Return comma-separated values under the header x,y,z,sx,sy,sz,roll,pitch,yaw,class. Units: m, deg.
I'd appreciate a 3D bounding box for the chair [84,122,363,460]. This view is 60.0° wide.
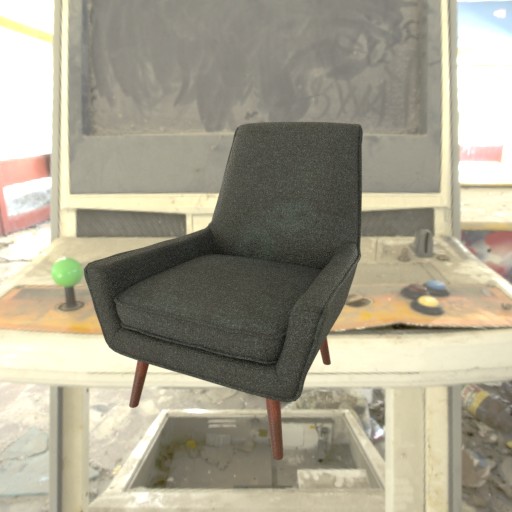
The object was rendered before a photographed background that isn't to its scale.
x,y,z,sx,sy,sz,roll,pitch,yaw,class
0.000,0.000,1.525,0.763,0.883,0.859,8,19,26,chair
